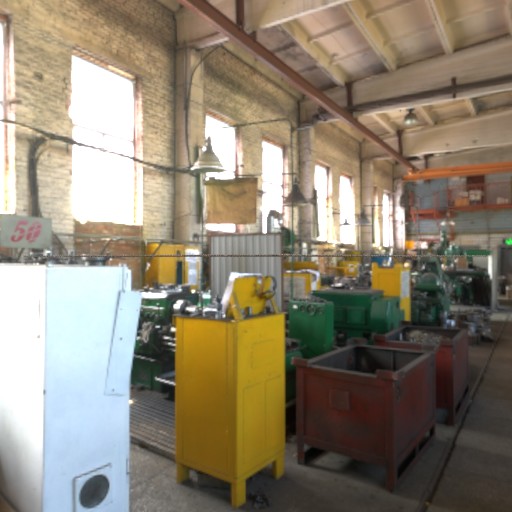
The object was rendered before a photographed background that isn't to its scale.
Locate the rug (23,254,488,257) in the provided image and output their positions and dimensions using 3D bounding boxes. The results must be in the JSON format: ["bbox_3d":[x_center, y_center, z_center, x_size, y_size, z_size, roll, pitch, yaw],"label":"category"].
[{"bbox_3d":[0.000,0.000,2.551,2.335,0.013,0.697,0,0,-2],"label":"rug"}]
